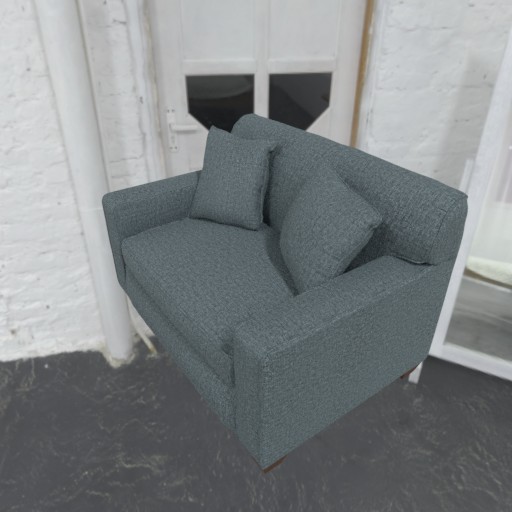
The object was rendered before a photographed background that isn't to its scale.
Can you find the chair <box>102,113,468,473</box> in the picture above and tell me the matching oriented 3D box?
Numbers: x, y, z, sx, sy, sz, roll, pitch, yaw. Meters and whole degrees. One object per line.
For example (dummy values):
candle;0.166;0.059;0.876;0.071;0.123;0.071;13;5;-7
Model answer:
chair;0.000;0.000;2.055;1.000;0.948;1.383;-21;38;-29
